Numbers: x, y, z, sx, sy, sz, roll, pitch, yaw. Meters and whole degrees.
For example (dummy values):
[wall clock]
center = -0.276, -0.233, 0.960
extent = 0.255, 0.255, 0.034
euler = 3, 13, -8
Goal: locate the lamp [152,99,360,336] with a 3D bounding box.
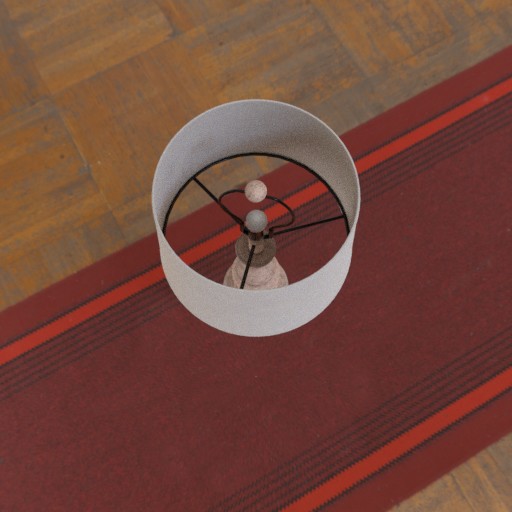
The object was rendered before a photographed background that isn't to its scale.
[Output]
[lamp]
center = 0.000, 0.000, 0.892
extent = 0.340, 0.678, 0.340
euler = 0, 75, 0
